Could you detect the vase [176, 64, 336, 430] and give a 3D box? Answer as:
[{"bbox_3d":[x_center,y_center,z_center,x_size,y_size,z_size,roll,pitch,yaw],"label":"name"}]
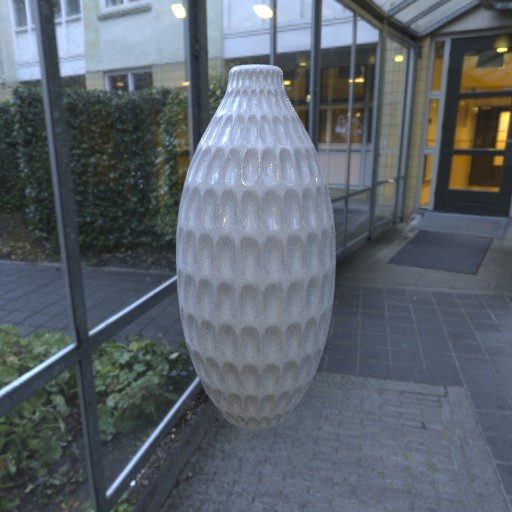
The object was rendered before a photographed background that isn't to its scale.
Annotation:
[{"bbox_3d":[0.000,0.000,0.358,0.127,0.282,0.127,0,15,0],"label":"vase"}]
